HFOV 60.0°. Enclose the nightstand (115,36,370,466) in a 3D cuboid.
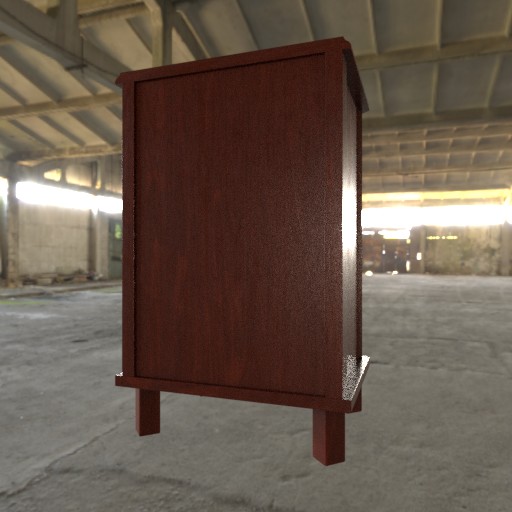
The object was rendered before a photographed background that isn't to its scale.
[{"bbox_3d":[0.000,0.000,0.920,0.435,0.681,0.351,0,0,20],"label":"nightstand"}]
